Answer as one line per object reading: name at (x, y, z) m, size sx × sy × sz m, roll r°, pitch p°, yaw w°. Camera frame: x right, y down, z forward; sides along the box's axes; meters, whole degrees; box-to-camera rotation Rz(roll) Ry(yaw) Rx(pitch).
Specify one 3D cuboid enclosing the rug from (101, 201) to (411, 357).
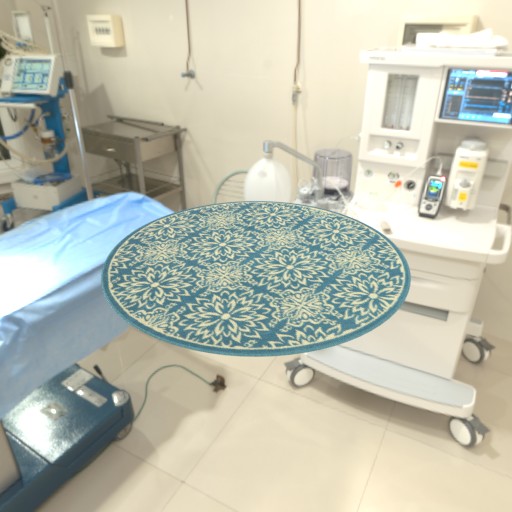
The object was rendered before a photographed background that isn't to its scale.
rug at (0.000, 0.000, 2.384) m, size 1.593 × 0.012 × 1.593 m, roll 0°, pitch 29°, yaw 0°
